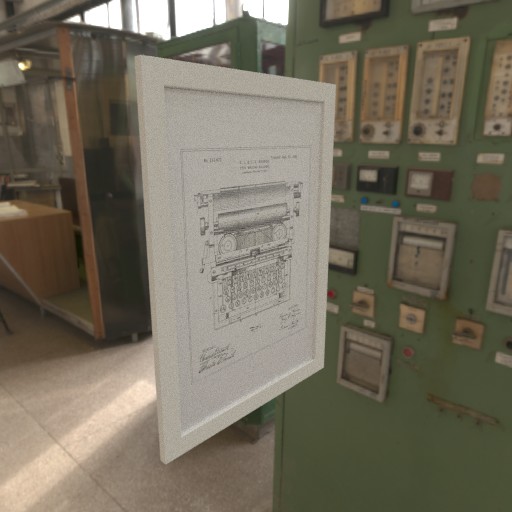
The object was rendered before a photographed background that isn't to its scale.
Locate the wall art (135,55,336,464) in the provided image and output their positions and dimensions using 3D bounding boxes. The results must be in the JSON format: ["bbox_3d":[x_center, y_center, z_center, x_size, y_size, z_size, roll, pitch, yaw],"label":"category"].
[{"bbox_3d":[0.000,0.000,0.693,0.013,0.533,0.381,14,20,42],"label":"wall art"}]
